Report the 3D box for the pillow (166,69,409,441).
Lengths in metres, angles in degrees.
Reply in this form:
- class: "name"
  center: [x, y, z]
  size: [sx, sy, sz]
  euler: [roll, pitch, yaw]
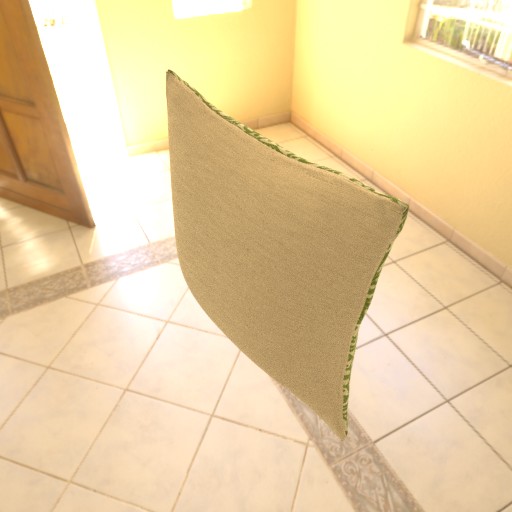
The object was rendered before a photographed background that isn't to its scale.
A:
- class: "pillow"
  center: [0.000, 0.000, 0.650]
  size: [0.162, 0.419, 0.440]
  euler: [-27, 48, -27]
